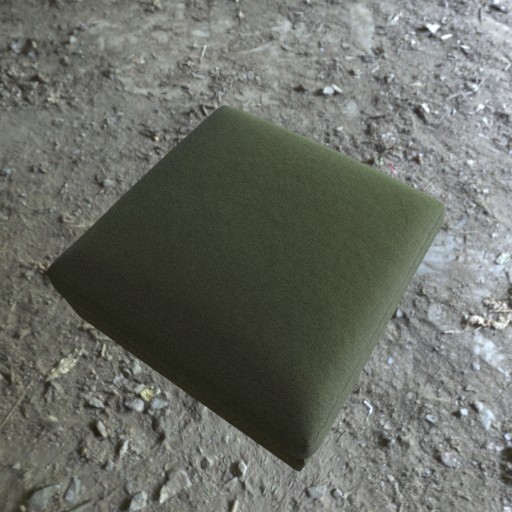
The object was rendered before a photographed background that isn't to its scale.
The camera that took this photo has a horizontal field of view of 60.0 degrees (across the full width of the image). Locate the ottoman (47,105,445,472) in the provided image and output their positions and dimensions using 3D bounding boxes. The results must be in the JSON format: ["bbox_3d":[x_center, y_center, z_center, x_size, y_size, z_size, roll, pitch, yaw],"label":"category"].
[{"bbox_3d":[0.000,0.000,1.642,1.041,0.470,1.041,29,63,17],"label":"ottoman"}]
